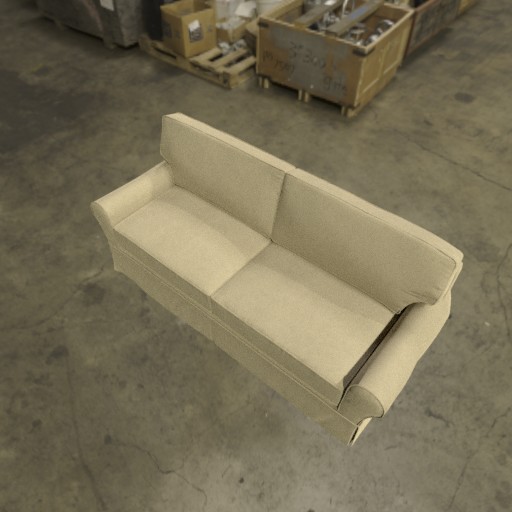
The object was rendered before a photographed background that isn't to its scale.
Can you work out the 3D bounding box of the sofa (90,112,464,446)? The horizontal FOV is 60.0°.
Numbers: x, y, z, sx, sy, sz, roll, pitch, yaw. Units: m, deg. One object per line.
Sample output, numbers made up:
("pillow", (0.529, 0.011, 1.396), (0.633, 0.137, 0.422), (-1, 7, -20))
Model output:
("sofa", (0.000, 0.000, 2.780), (2.246, 1.014, 0.900), (32, 55, 26))
